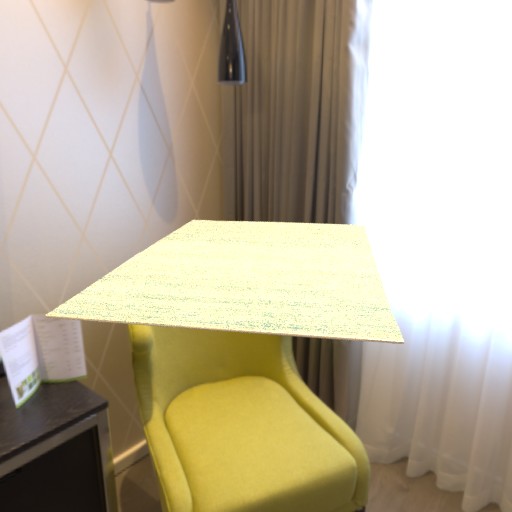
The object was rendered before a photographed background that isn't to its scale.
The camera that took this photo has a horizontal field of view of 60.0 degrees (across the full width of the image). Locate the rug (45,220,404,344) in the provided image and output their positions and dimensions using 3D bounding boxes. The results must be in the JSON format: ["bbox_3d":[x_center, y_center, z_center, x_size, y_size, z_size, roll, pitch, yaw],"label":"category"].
[{"bbox_3d":[0.000,0.000,2.991,1.593,0.029,2.305,3,16,9],"label":"rug"}]
